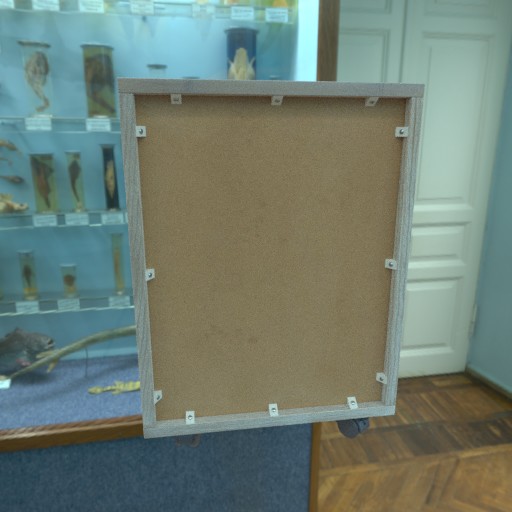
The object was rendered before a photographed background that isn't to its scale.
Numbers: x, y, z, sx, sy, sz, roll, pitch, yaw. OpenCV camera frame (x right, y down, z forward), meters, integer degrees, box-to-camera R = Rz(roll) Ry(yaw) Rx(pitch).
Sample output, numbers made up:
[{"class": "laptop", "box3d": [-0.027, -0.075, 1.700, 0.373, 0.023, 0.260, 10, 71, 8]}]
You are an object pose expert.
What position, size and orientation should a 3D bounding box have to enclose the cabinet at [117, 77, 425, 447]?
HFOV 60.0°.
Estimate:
[{"class": "cabinet", "box3d": [0.000, 0.000, 0.844, 0.409, 0.579, 0.401, -2, 15, -8]}]
